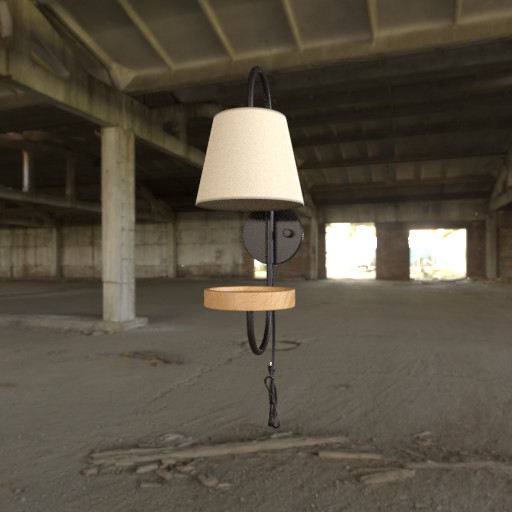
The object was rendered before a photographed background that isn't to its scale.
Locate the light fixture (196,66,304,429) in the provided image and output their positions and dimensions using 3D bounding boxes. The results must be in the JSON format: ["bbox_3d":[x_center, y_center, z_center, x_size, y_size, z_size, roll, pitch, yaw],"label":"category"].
[{"bbox_3d":[0.000,0.000,0.943,0.220,0.821,0.299,0,0,18],"label":"light fixture"}]
